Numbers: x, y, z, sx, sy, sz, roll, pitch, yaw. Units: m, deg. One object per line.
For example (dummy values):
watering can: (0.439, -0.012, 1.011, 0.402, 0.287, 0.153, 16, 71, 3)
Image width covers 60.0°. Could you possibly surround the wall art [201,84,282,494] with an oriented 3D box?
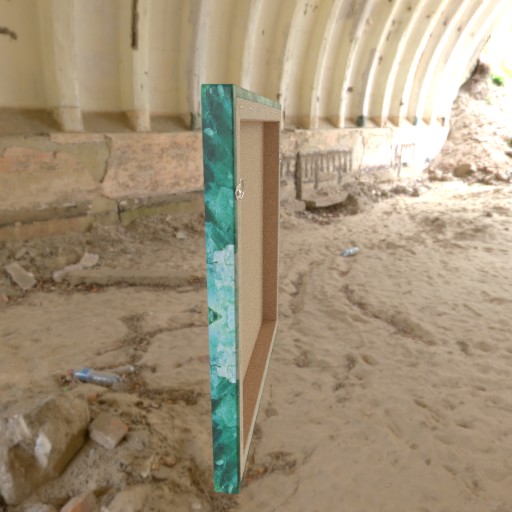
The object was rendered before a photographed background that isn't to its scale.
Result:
wall art: (0.000, 0.000, 0.751, 0.038, 0.508, 0.507, 2, 17, 8)
